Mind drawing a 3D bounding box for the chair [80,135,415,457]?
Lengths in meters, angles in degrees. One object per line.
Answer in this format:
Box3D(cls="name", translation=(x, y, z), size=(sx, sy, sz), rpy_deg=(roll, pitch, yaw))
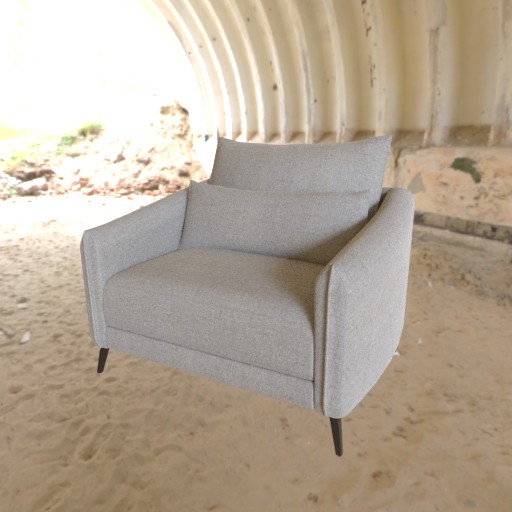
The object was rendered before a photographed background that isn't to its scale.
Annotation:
Box3D(cls="chair", translation=(0.000, 0.000, 1.623), size=(1.029, 0.856, 0.801), rpy_deg=(8, 17, 27))
